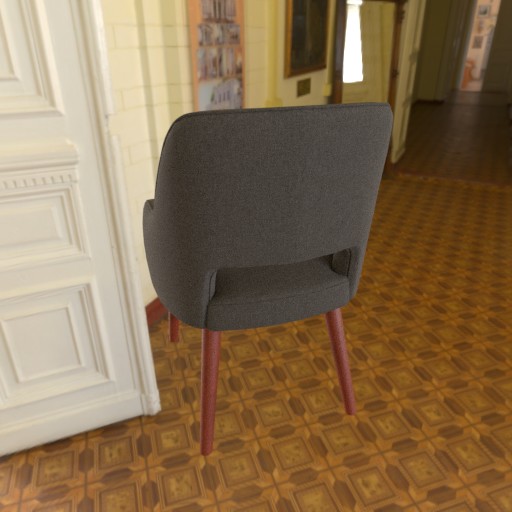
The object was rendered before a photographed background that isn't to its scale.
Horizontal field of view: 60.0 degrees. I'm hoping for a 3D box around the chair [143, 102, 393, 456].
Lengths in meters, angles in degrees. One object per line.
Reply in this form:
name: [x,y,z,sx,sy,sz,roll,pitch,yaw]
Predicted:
chair: [0.000,0.000,1.184,0.559,0.838,0.560,-9,28,-16]
